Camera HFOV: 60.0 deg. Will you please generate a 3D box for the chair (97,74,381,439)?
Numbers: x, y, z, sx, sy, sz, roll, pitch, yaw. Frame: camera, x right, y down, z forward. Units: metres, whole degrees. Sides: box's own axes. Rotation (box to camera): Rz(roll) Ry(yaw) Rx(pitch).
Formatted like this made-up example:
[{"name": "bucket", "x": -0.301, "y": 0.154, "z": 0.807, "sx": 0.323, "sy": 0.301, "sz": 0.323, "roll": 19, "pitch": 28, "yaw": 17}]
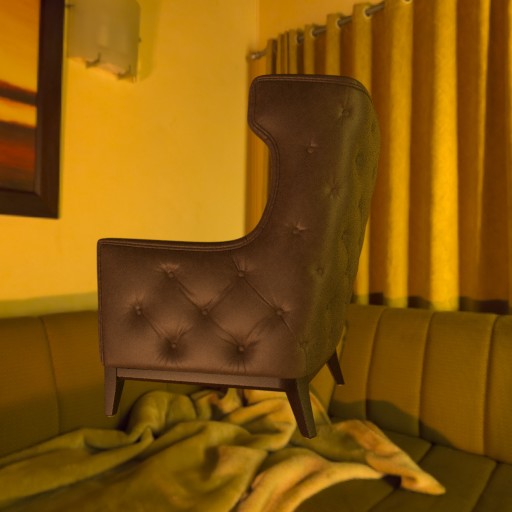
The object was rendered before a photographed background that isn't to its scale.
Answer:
[{"name": "chair", "x": 0.000, "y": 0.000, "z": 1.678, "sx": 0.899, "sy": 1.079, "sz": 0.769, "roll": 0, "pitch": 0, "yaw": 20}]
